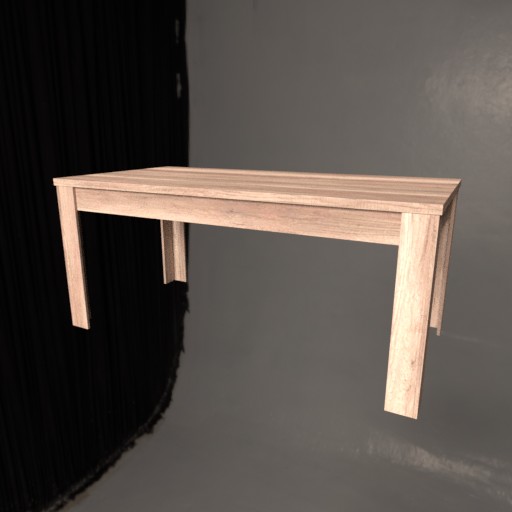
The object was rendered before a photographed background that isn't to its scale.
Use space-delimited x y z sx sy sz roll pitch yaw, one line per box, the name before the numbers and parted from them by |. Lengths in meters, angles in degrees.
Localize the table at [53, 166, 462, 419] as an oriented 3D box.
table | 0.000 0.000 2.289 1.800 0.790 0.900 8 17 26
